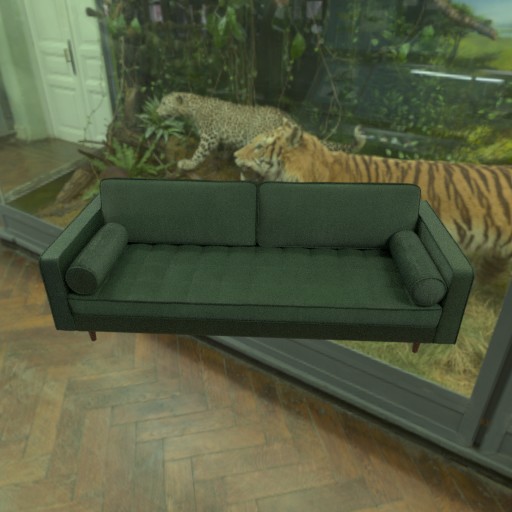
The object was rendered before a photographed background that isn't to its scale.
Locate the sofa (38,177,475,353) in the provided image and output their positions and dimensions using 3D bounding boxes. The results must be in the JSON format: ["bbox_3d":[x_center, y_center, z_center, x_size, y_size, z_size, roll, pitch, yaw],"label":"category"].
[{"bbox_3d":[0.000,0.000,2.658,2.199,0.769,0.918,2,31,3],"label":"sofa"}]
